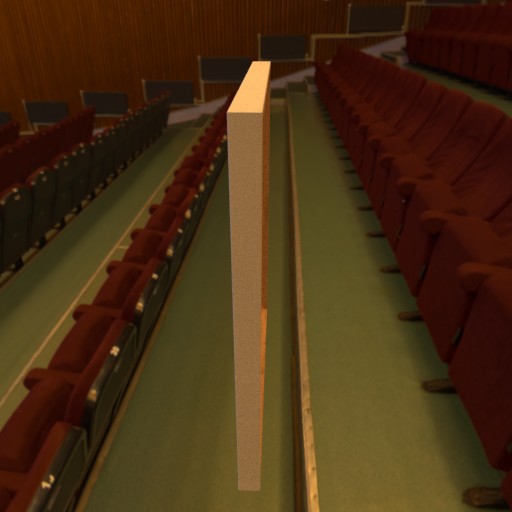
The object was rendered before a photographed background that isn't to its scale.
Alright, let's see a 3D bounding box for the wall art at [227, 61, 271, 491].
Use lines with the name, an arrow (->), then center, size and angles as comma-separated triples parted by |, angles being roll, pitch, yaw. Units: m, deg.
wall art -> 0.000, 0.000, 0.808 | 0.037, 0.606, 0.508 | 1, 29, 2
